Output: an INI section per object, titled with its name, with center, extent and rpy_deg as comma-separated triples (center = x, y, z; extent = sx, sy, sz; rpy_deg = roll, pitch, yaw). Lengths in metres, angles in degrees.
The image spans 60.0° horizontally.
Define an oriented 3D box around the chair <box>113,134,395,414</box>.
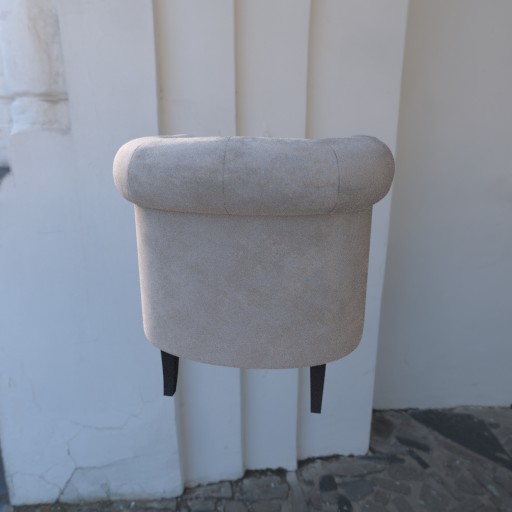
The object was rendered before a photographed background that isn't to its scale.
[chair]
center = 0.000, 0.000, 1.565
extent = 0.904, 0.826, 0.851
rpy_deg = 3, 16, 10
